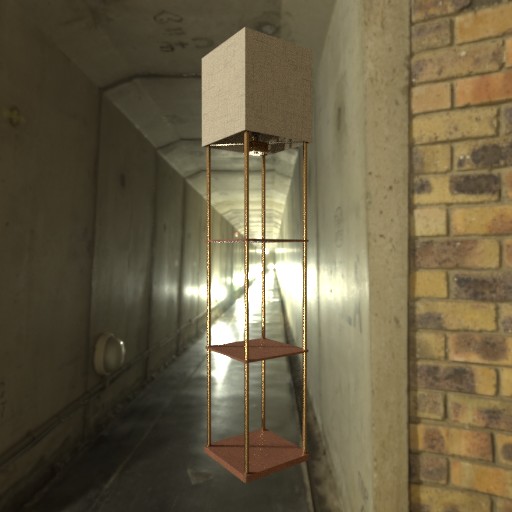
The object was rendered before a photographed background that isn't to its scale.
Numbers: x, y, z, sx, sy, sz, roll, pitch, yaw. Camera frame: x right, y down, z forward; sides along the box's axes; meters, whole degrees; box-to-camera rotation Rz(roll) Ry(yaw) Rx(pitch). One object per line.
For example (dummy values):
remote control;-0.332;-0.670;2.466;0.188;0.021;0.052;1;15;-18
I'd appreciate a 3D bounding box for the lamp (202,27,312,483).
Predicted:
lamp;0.000;0.000;1.736;0.310;1.569;0.308;-1;1;-35
